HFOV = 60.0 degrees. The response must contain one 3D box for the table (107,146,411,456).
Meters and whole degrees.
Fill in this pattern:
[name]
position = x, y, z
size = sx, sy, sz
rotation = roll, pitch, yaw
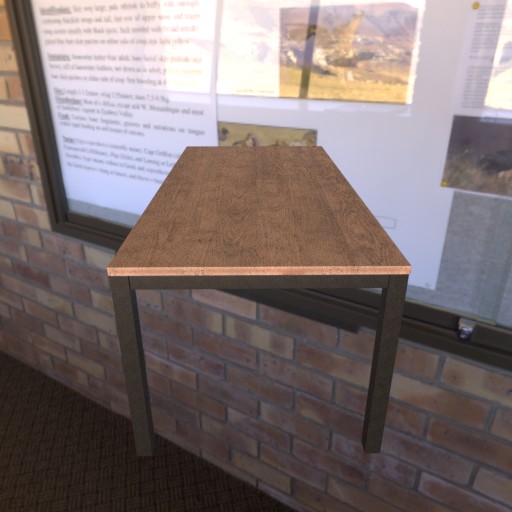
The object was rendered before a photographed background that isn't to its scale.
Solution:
[table]
position = 0.000, 0.000, 2.278
size = 0.893, 0.767, 1.805
rotation = 0, 25, -1
